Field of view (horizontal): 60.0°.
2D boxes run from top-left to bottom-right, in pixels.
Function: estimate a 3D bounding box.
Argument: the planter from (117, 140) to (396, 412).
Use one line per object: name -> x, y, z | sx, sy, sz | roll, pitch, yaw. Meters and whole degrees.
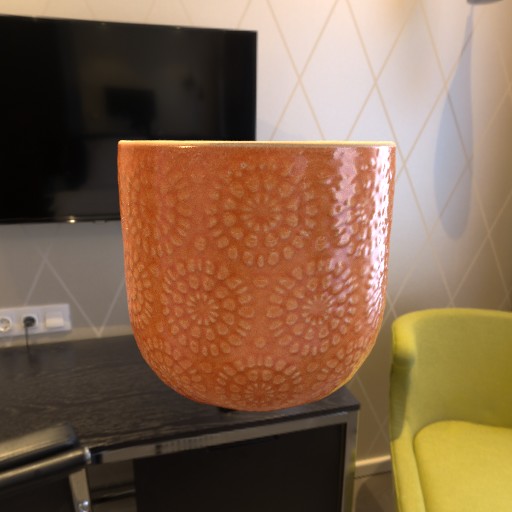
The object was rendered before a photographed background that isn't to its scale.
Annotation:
planter -> 0.000, 0.000, 0.288 | 0.170, 0.152, 0.170 | 0, 15, 0
